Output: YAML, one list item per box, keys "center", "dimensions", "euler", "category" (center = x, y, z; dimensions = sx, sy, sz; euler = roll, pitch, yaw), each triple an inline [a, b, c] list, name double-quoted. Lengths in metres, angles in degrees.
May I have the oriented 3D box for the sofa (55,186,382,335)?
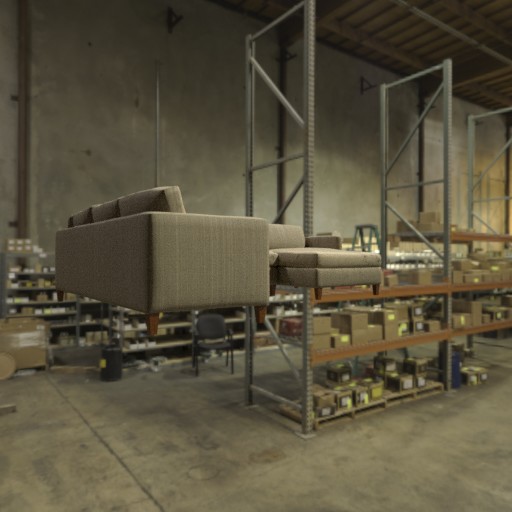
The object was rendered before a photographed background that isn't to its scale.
- center: [0.000, 0.000, 4.686]
  dimensions: [3.460, 0.961, 2.594]
  euler: [0, 0, -36]
  category: "sofa"
